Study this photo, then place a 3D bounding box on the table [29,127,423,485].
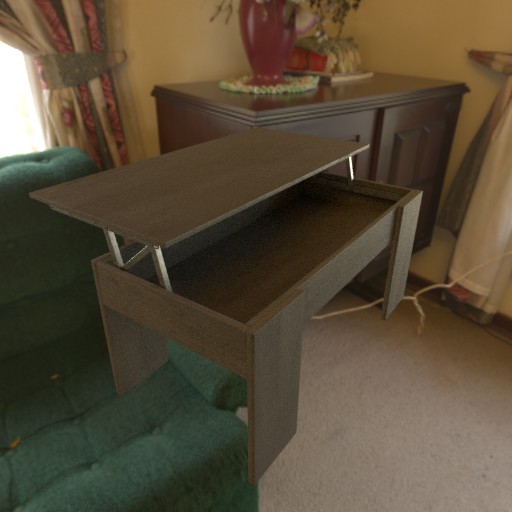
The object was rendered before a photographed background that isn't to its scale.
[{"bbox_3d":[0.000,0.000,1.438,0.711,0.570,1.000,19,33,31],"label":"table"}]
